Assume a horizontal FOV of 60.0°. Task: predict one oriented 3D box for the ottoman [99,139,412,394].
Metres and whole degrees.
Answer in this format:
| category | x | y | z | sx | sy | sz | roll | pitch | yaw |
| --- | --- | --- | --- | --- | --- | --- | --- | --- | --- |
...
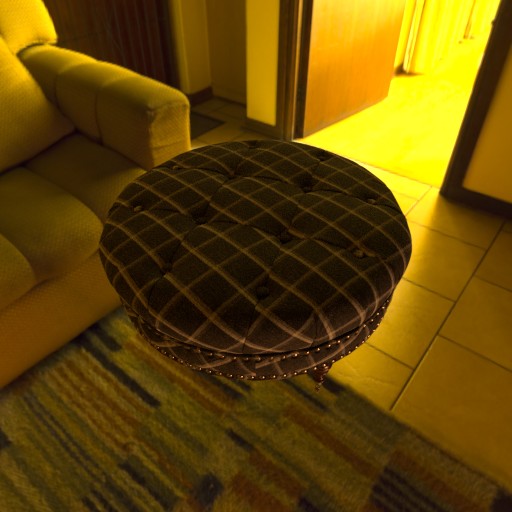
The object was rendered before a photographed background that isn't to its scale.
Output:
| category | x | y | z | sx | sy | sz | roll | pitch | yaw |
| --- | --- | --- | --- | --- | --- | --- | --- | --- | --- |
| ottoman | 0.000 | 0.000 | 1.397 | 0.901 | 0.439 | 0.901 | 0 | 41 | 0 |
